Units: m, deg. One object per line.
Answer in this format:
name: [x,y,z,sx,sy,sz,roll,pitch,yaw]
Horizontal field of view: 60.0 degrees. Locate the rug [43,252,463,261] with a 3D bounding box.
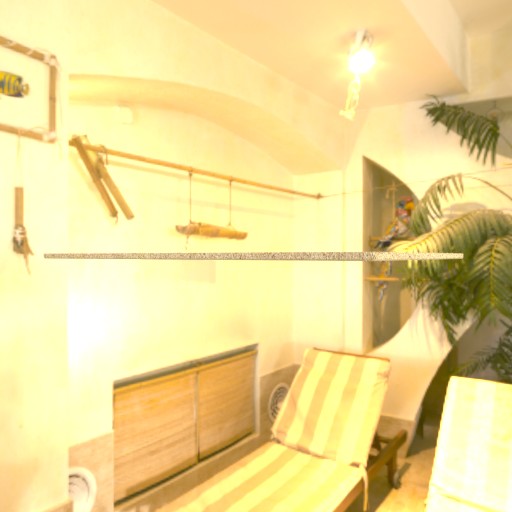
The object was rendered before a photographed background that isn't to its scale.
rug: [0.000,0.000,2.092,1.600,0.025,1.199,0,0,35]
